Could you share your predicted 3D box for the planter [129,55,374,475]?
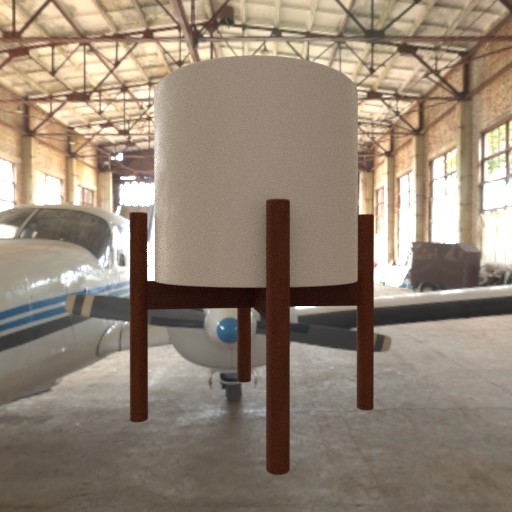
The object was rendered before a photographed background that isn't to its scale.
[{"bbox_3d":[0.000,0.000,0.502,0.224,0.358,0.224,0,1,37],"label":"planter"}]
